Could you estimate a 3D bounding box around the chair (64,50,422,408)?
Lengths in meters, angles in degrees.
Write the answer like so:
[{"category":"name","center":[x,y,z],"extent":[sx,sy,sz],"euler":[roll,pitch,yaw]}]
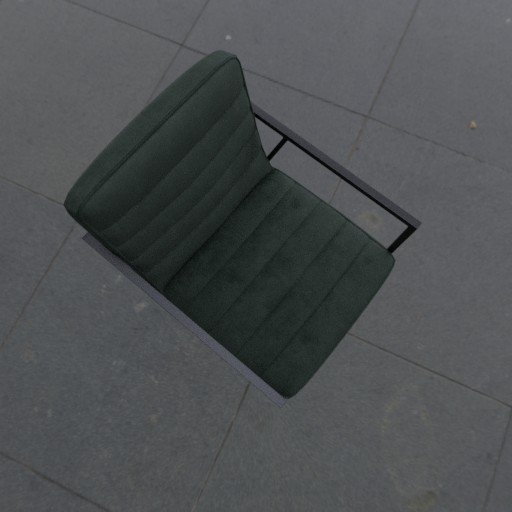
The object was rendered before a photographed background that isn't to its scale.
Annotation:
[{"category":"chair","center":[0.000,0.000,1.298],"extent":[0.677,0.833,0.571],"euler":[38,77,10]}]
